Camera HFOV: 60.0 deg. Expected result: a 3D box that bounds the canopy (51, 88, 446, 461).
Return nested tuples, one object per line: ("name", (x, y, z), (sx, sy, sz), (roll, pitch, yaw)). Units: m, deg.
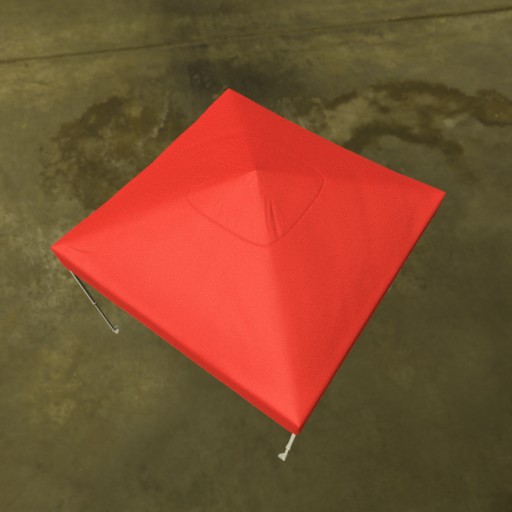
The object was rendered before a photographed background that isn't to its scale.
("canopy", (0.000, 0.000, 5.275), (2.998, 2.997, 2.996), (31, 64, 17))
